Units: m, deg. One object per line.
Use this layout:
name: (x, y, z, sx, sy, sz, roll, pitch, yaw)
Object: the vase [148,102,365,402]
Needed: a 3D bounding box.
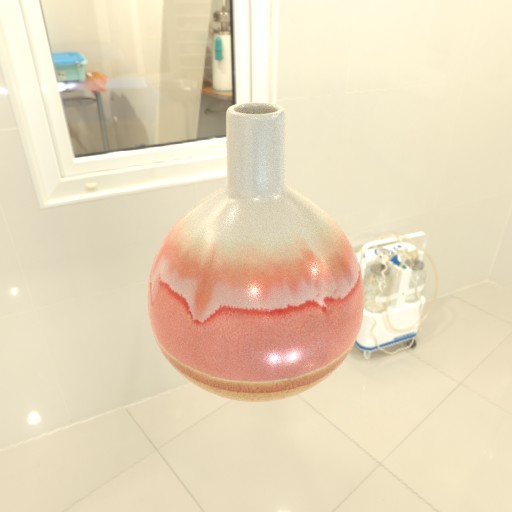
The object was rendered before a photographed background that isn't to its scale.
vase: (0.000, 0.000, 0.272, 0.137, 0.176, 0.137, 0, 31, 0)
